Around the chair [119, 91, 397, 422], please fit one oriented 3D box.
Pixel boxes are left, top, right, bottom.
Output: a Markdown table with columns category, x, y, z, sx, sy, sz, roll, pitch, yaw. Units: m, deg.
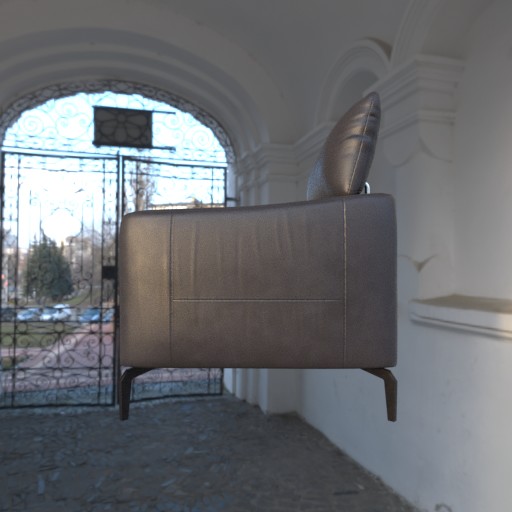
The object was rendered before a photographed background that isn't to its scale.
| category | x | y | z | sx | sy | sz | roll | pitch | yaw |
| --- | --- | --- | --- | --- | --- | --- | --- | --- | --- |
| chair | 0.000 | 0.000 | 1.675 | 0.809 | 0.949 | 0.976 | 0 | -1 | 1 |
